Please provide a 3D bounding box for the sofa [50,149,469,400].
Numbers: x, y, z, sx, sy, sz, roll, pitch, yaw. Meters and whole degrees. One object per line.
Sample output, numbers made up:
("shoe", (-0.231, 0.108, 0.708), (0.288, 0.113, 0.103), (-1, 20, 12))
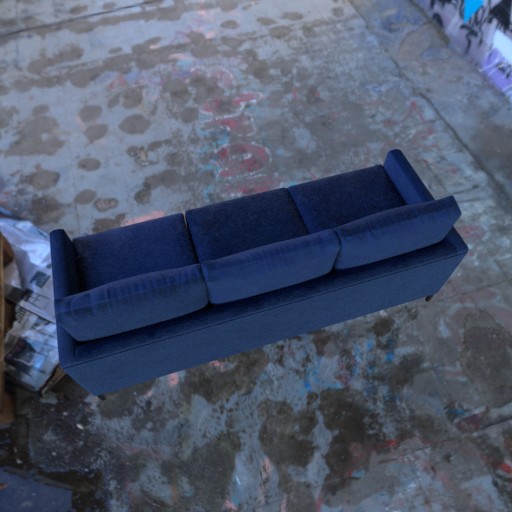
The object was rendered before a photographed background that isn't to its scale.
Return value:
("sofa", (0.000, 0.000, 2.648), (2.252, 0.879, 0.875), (-15, 58, -9))
